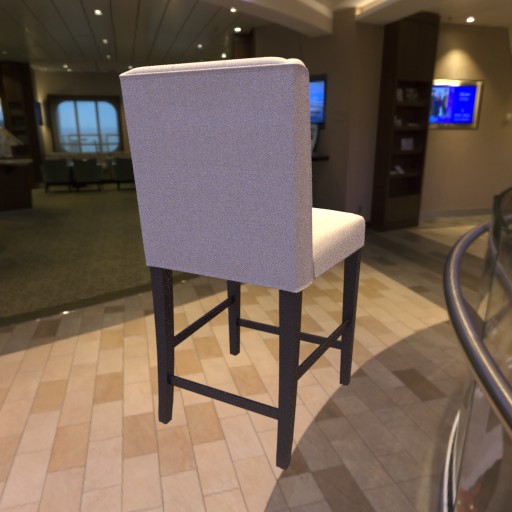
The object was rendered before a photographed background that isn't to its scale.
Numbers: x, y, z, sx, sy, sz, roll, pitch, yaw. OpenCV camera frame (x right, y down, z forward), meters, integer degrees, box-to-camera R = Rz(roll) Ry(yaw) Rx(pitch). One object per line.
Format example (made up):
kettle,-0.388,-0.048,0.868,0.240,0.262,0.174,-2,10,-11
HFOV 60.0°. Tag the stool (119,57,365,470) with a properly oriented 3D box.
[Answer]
stool,0.000,0.000,1.230,0.474,0.939,0.509,8,18,27
